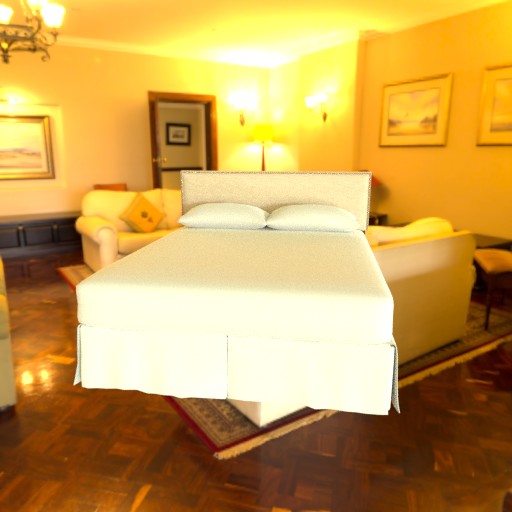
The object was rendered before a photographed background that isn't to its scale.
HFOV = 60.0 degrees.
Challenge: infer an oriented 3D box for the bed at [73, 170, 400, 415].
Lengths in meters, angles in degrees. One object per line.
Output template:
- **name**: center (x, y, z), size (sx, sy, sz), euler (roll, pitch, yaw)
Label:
- **bed**: center (0.000, 0.000, 2.902), size (1.616, 1.016, 1.876), euler (2, 13, 9)
